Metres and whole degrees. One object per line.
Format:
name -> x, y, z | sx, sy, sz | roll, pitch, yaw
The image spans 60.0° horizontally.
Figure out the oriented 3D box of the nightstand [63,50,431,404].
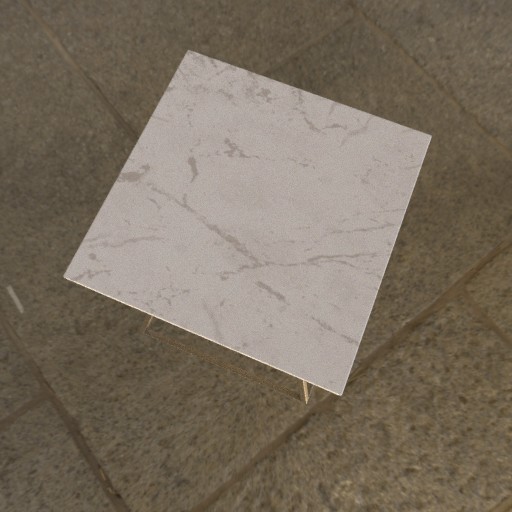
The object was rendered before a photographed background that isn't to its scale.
nightstand -> 0.000, 0.000, 0.903 | 0.455, 0.554, 0.455 | 22, 75, 6
